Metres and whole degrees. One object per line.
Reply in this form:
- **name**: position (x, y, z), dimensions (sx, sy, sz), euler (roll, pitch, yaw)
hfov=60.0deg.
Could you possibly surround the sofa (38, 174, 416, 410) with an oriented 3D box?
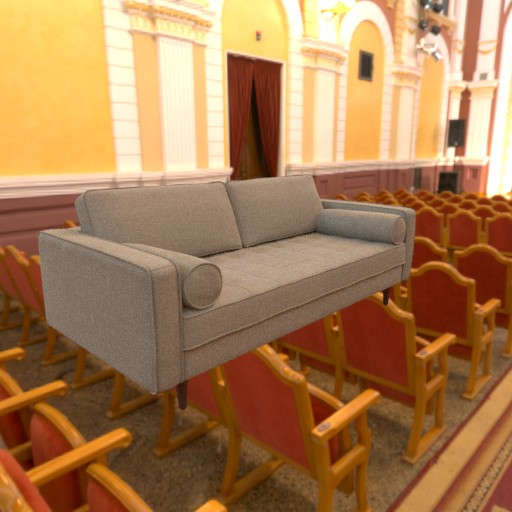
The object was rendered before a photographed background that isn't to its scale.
- **sofa**: position (0.000, 0.000, 2.323), dimensions (0.914, 0.762, 1.879), euler (13, 19, 42)
